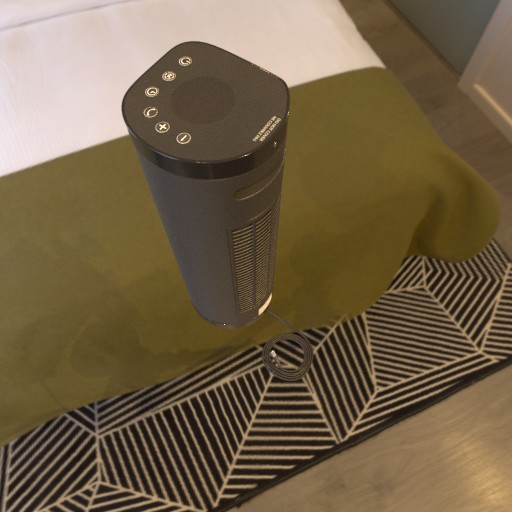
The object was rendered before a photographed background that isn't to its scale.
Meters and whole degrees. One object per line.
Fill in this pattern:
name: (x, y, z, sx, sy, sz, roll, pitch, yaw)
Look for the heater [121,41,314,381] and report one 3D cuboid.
heater: (0.000, 0.000, 0.700, 0.312, 0.552, 0.174, 32, 68, 15)
